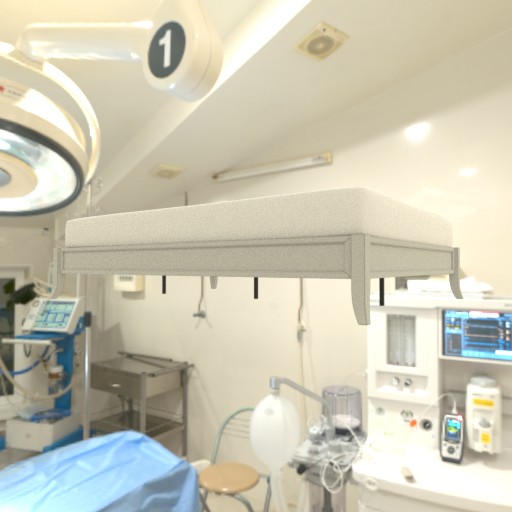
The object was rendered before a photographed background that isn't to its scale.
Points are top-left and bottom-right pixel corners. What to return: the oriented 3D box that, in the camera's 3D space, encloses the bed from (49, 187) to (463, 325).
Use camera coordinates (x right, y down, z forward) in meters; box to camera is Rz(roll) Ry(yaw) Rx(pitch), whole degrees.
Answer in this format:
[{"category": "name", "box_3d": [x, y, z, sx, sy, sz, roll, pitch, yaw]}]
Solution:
[{"category": "bed", "box_3d": [0.000, 0.000, 2.639, 1.985, 0.510, 1.460, -1, -2, 36]}]
